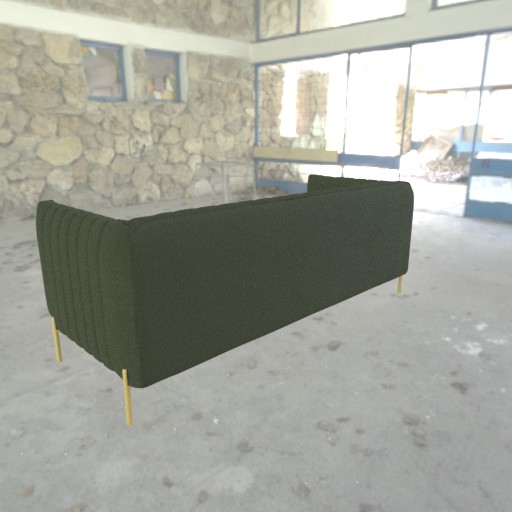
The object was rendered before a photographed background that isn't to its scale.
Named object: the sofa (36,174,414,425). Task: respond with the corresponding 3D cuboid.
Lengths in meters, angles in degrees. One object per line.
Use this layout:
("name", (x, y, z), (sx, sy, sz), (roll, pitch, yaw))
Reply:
("sofa", (0.000, 0.000, 2.567), (2.137, 0.793, 0.896), (-15, 21, -42))
